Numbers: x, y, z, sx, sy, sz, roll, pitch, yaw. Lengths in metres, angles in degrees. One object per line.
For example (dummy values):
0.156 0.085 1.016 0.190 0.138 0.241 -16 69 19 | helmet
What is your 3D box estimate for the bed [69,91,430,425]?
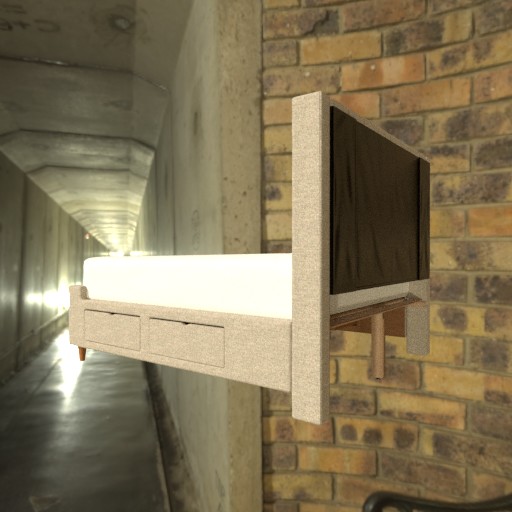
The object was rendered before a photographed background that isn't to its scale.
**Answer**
0.000 0.000 3.794 2.372 1.748 2.044 0 0 36 | bed
